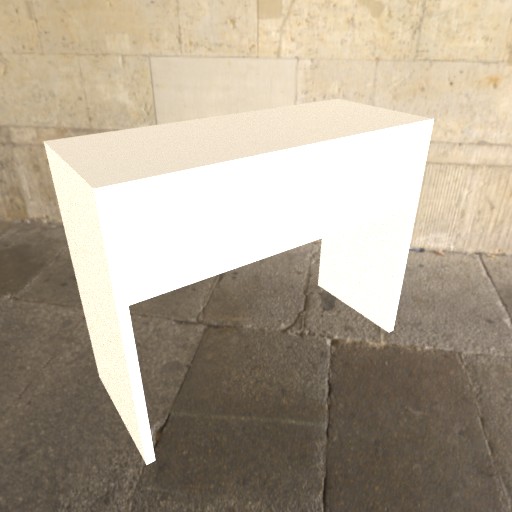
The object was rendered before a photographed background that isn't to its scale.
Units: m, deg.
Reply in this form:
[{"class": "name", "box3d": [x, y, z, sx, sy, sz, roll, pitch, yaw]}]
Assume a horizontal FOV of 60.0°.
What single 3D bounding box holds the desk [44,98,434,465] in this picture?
[{"class": "desk", "box3d": [0.000, 0.000, 1.396, 1.000, 0.790, 0.400, -19, 35, -30]}]
